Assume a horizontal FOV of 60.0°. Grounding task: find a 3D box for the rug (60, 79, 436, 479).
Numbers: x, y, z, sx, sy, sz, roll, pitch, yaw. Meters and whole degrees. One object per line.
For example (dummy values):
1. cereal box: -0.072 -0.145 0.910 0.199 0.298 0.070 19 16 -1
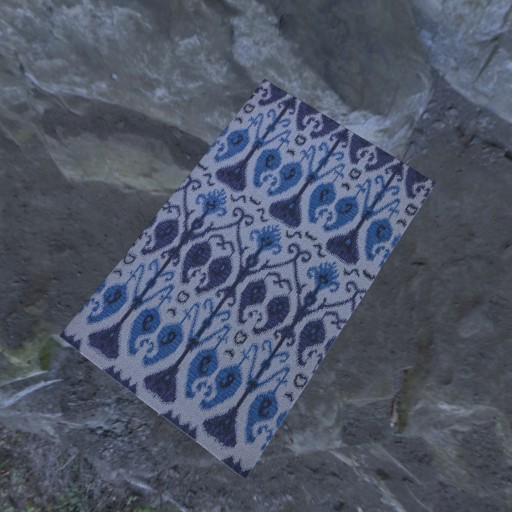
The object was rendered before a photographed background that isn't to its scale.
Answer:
1. rug: 0.000 0.000 2.172 1.072 0.013 1.698 34 78 8
